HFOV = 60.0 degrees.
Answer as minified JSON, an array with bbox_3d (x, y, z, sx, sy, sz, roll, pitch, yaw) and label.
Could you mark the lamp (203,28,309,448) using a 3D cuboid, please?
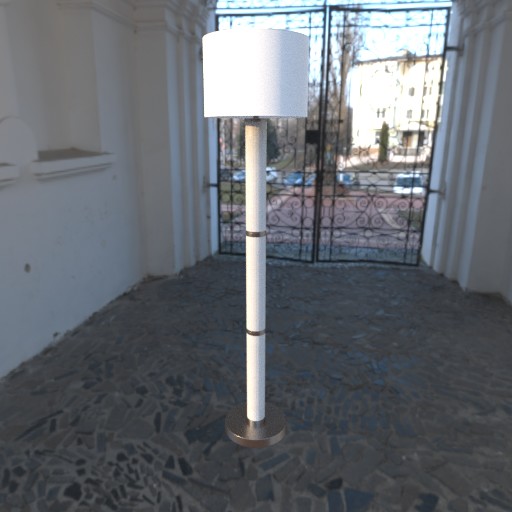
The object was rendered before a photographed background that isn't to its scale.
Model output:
[{"bbox_3d":[0.000,0.000,1.781,0.377,1.599,0.377,8,18,25],"label":"lamp"}]
